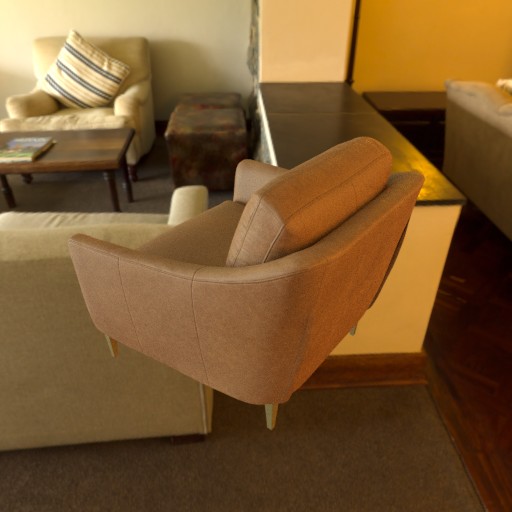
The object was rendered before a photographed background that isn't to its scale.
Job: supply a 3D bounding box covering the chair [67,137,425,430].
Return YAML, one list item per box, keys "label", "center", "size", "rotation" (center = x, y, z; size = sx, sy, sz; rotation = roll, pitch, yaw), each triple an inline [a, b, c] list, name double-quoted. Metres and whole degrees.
- label: "chair"
  center: [0.000, 0.000, 1.701]
  size: [0.963, 0.895, 0.988]
  rotation: [23, 39, 31]
